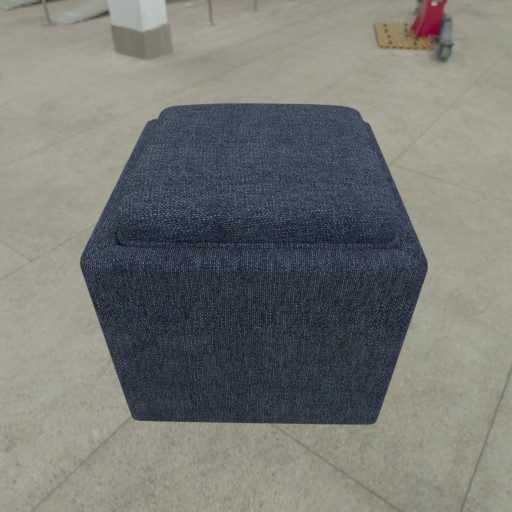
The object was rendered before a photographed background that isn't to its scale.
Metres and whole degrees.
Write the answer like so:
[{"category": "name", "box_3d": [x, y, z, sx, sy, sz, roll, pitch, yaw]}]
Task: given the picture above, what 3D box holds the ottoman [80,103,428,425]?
[{"category": "ottoman", "box_3d": [0.000, 0.000, 0.835, 0.450, 0.460, 0.450, 1, 40, 1]}]
